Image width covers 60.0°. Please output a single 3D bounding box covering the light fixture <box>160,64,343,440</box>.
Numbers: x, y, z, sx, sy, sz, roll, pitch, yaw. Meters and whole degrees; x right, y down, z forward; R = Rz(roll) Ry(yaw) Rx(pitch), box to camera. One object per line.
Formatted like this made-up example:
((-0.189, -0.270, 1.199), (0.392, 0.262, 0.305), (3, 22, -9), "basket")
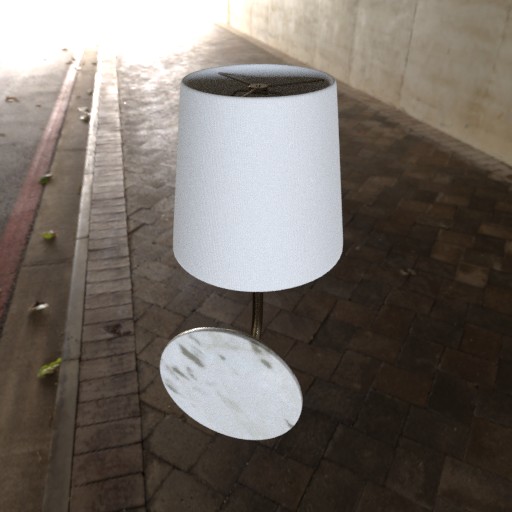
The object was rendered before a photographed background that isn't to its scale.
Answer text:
((0.000, 0.000, 0.448), (0.168, 0.337, 0.188), (9, 34, 14), "light fixture")
